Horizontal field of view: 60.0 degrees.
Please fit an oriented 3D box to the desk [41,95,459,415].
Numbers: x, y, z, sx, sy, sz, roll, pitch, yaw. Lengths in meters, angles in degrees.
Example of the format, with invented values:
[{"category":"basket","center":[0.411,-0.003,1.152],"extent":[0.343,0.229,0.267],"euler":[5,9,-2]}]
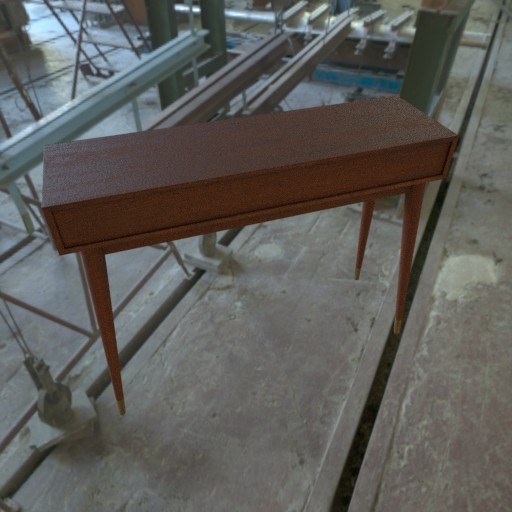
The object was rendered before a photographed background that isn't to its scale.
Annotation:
[{"category":"desk","center":[0.000,0.000,1.630],"extent":[1.204,0.917,0.384],"euler":[-13,42,-14]}]
